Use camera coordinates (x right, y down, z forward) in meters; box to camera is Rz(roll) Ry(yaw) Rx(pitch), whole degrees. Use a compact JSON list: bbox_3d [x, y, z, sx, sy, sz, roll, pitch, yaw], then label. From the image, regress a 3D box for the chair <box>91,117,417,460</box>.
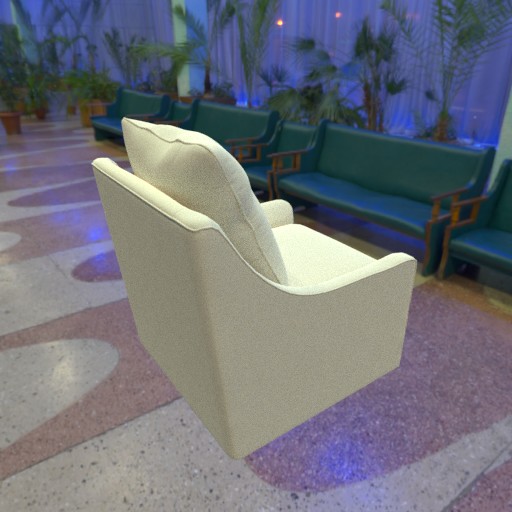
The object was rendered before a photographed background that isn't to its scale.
[{"bbox_3d":[0.000,0.000,1.602,0.876,0.965,0.756,-17,31,-31],"label":"chair"}]
